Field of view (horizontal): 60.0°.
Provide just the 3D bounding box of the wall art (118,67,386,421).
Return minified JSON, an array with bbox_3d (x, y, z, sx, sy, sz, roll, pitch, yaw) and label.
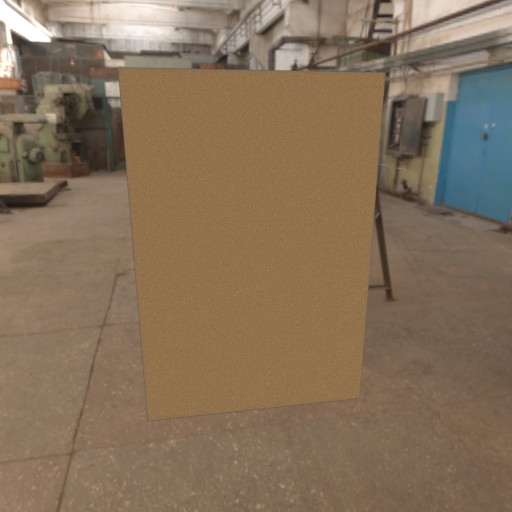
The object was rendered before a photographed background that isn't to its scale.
[{"bbox_3d":[0.000,0.000,0.592,0.313,0.457,0.031,-3,17,-9],"label":"wall art"}]
